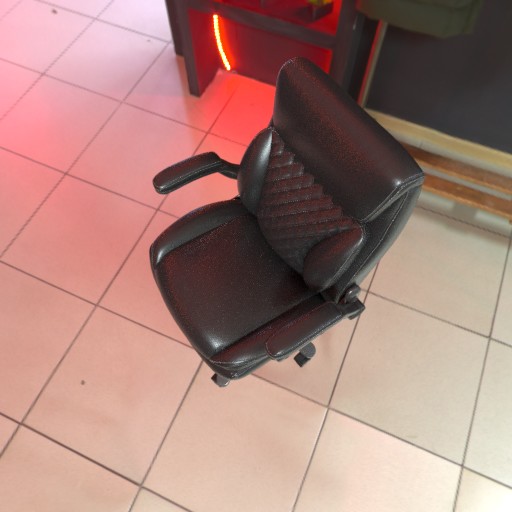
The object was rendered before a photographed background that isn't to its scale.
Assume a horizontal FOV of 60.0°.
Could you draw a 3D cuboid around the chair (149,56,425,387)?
[{"bbox_3d":[0.000,0.000,1.607,0.724,1.110,0.782,-31,67,-14],"label":"chair"}]
